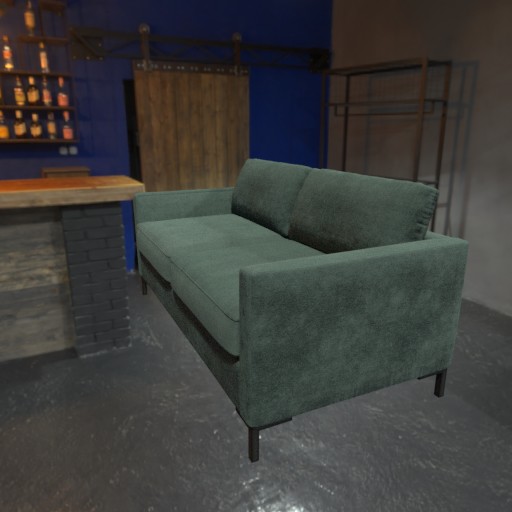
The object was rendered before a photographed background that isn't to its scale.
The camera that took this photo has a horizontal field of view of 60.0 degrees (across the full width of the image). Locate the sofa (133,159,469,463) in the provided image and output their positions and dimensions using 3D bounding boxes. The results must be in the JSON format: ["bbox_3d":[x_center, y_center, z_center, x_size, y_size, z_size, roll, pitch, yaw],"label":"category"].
[{"bbox_3d":[0.000,0.000,2.125,0.875,0.817,1.676,-8,18,-25],"label":"sofa"}]
